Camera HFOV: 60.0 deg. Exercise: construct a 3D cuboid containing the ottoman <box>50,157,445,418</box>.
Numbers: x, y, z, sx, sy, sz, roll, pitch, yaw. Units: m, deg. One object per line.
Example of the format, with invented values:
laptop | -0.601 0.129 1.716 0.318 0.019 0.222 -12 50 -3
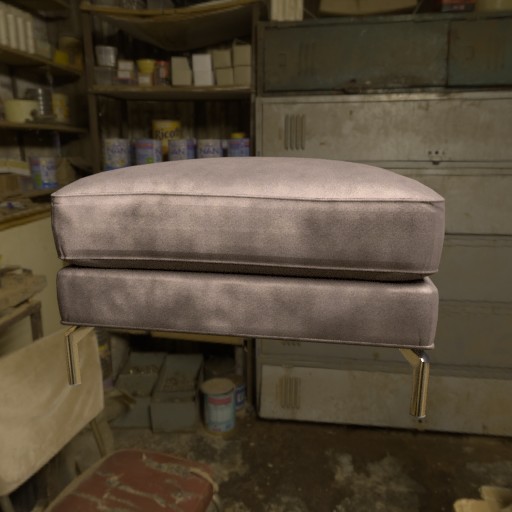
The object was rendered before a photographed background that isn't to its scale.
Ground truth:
ottoman | 0.000 0.000 1.045 0.719 0.456 0.520 2 14 9
